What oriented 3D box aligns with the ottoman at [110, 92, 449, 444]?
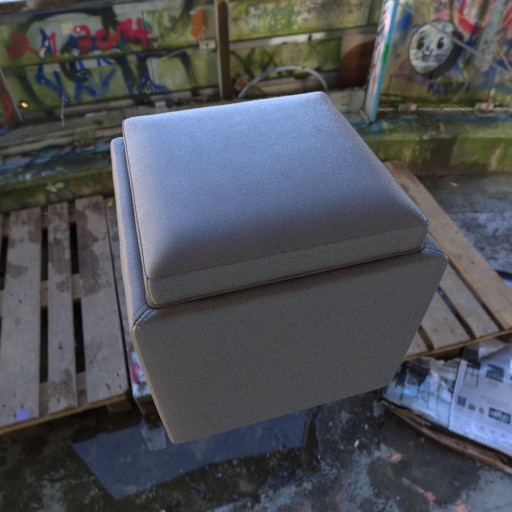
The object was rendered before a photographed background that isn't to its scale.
[{"bbox_3d":[0.000,0.000,0.822,0.450,0.460,0.451,-12,48,-11],"label":"ottoman"}]
